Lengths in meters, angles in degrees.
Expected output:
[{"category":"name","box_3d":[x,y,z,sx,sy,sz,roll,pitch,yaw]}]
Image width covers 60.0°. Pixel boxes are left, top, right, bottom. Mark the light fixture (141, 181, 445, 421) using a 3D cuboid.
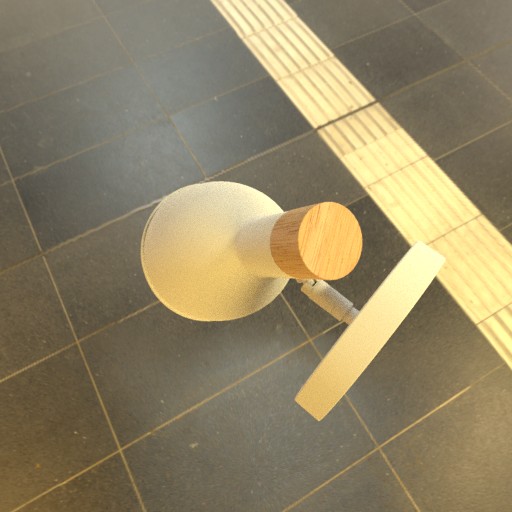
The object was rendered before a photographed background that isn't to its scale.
[{"category":"light fixture","box_3d":[0.000,0.000,0.326,0.209,0.199,0.127,38,70,17]}]
